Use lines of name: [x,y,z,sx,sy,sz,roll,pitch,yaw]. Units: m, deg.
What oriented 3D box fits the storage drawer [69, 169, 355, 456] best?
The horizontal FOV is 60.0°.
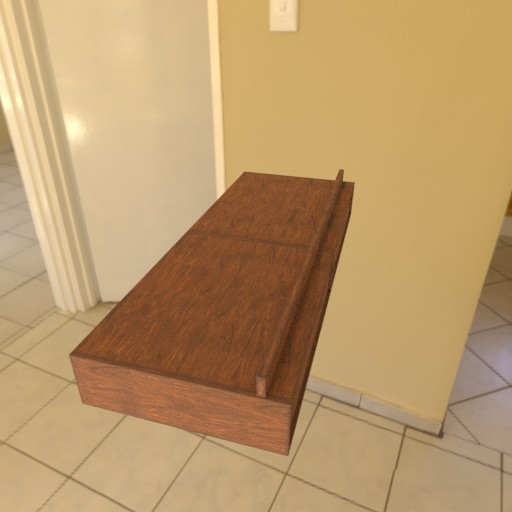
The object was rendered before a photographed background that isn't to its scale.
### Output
storage drawer: [0.000,0.000,2.219,0.774,0.339,1.914,8,31,14]
